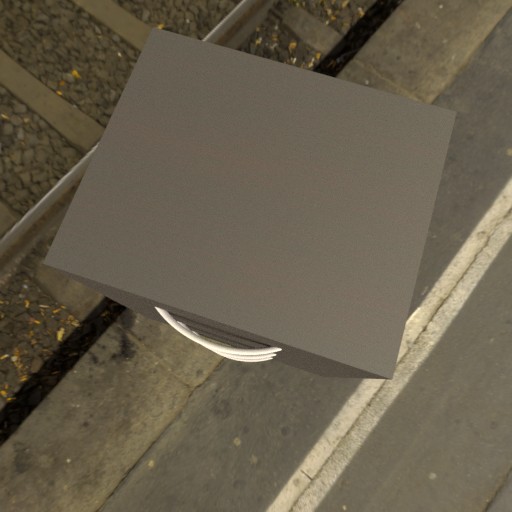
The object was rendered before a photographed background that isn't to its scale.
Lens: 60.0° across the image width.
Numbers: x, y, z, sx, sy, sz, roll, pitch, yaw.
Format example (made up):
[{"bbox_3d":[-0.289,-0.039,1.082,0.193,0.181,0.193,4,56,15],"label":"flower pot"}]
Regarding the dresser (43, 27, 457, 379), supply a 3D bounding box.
[{"bbox_3d":[0.000,0.000,0.786,0.400,0.560,0.360,18,76,5],"label":"dresser"}]
